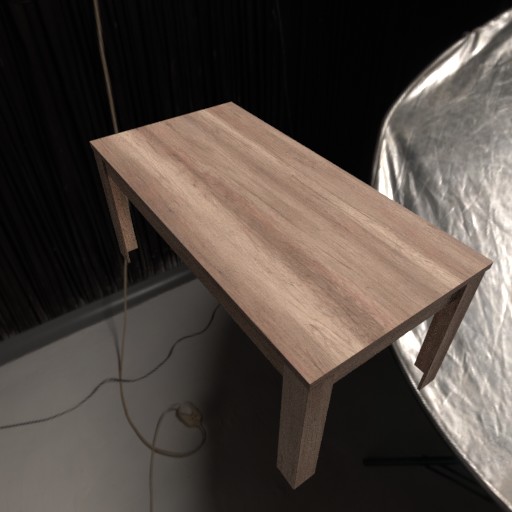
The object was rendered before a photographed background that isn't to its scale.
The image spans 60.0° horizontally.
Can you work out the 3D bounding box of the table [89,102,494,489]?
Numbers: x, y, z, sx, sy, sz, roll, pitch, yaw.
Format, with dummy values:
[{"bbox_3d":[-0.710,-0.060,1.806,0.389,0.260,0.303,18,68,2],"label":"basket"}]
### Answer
[{"bbox_3d":[0.000,0.000,2.271,0.900,0.790,1.800,-25,48,-26],"label":"table"}]
